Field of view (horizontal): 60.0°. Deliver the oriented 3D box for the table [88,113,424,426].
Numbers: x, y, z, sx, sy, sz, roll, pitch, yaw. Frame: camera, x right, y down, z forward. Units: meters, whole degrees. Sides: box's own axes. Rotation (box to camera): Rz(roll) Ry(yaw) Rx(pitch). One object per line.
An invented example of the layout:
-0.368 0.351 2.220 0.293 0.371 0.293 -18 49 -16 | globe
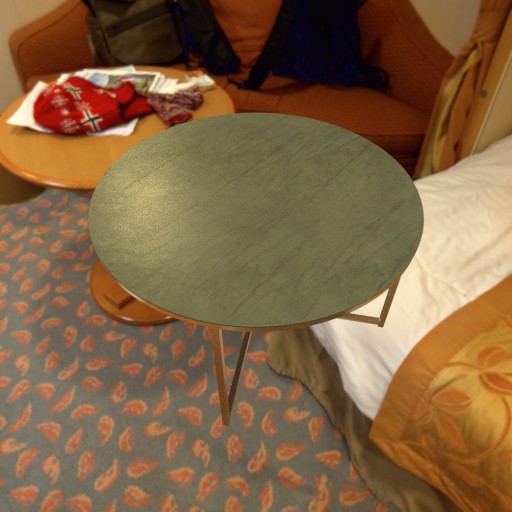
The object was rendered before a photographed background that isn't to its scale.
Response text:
0.000 0.000 1.253 0.800 0.450 0.800 0 46 0 | table
